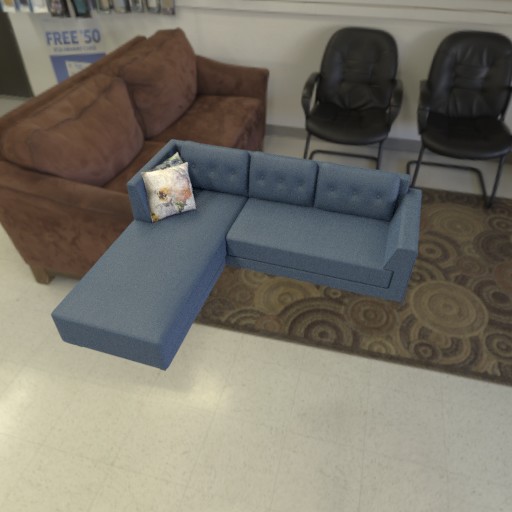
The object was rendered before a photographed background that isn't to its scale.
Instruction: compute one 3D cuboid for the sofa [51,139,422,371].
[{"bbox_3d":[0.000,0.000,3.145,2.120,0.787,1.829,12,42,13],"label":"sofa"}]
